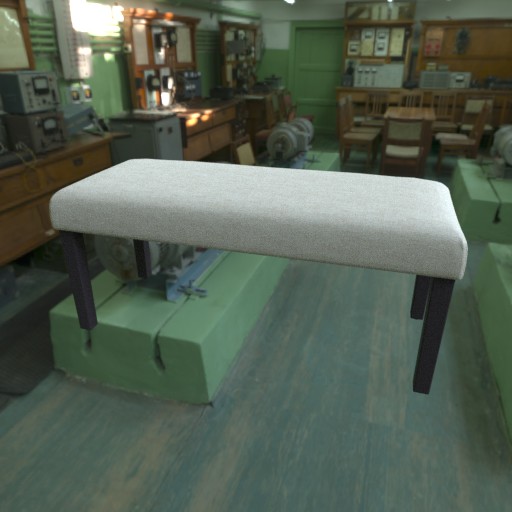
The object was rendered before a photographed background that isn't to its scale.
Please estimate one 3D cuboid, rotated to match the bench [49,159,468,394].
[{"bbox_3d":[0.000,0.000,1.266,1.013,0.456,0.407,7,26,15],"label":"bench"}]
